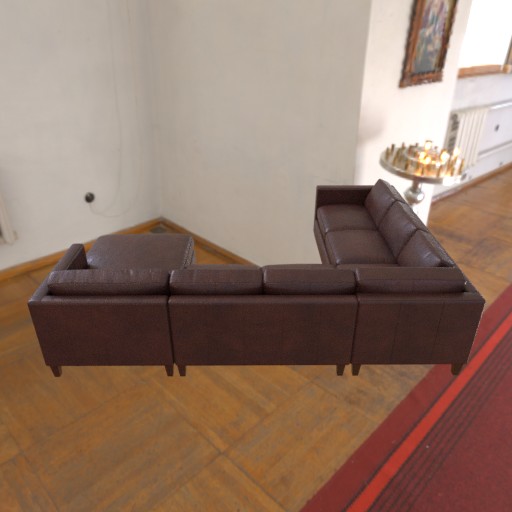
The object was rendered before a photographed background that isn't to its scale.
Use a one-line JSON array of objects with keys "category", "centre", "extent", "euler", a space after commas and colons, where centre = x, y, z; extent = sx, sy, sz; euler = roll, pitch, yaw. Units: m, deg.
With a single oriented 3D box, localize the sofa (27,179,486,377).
[{"category": "sofa", "centre": [0.000, 0.000, 4.398], "extent": [3.324, 0.891, 2.452], "euler": [0, 29, 0]}]
